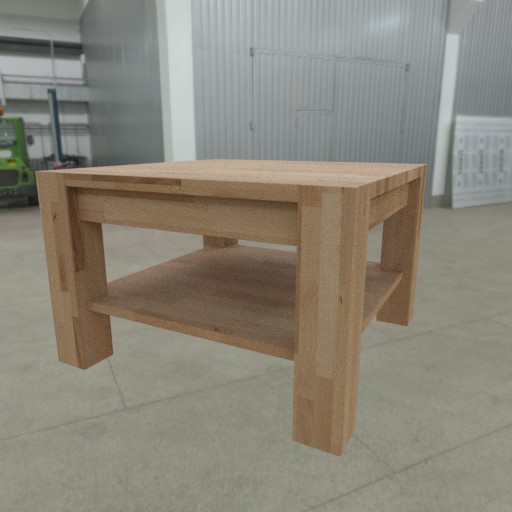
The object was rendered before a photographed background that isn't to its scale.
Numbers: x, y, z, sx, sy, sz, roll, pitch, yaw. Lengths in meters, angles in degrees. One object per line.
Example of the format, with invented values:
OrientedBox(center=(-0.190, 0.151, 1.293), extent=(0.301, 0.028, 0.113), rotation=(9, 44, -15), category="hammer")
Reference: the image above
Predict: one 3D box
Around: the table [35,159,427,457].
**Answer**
OrientedBox(center=(0.000, 0.000, 1.145), extent=(0.700, 0.451, 0.700), rotation=(8, 17, 27), category="table")
